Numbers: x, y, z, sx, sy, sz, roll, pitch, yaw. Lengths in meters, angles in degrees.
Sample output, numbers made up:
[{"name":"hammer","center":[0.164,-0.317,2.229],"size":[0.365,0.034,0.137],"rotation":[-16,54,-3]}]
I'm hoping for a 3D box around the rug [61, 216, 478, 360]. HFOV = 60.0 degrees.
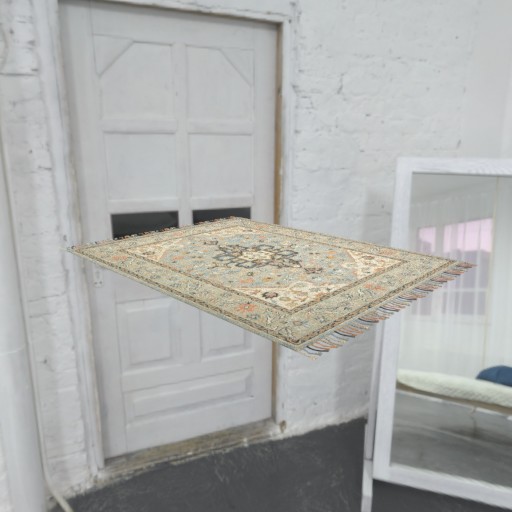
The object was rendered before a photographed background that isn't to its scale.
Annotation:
[{"name":"rug","center":[0.000,0.000,4.208],"size":[3.221,0.011,2.379],"rotation":[15,22,42]}]
